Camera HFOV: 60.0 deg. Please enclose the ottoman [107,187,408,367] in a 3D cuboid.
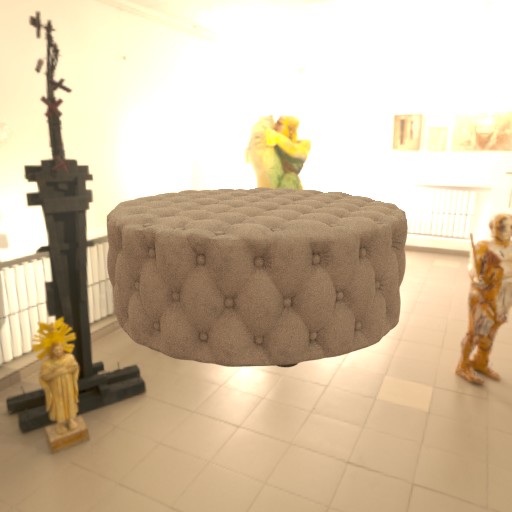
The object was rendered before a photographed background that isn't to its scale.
[{"bbox_3d":[0.000,0.000,1.557,0.998,0.399,0.998,0,15,0],"label":"ottoman"}]
